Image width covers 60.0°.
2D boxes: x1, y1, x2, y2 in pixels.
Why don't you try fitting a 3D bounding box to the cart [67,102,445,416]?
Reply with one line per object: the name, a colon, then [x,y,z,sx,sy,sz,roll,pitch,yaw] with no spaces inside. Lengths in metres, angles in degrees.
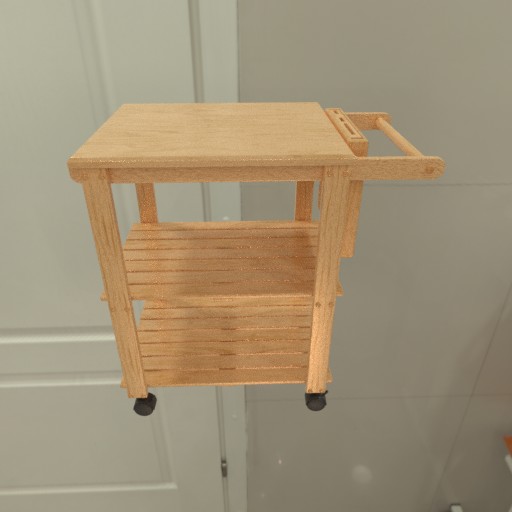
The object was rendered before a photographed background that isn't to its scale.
cart: [0.000,0.000,1.365,0.843,0.816,0.520,-1,31,-2]
